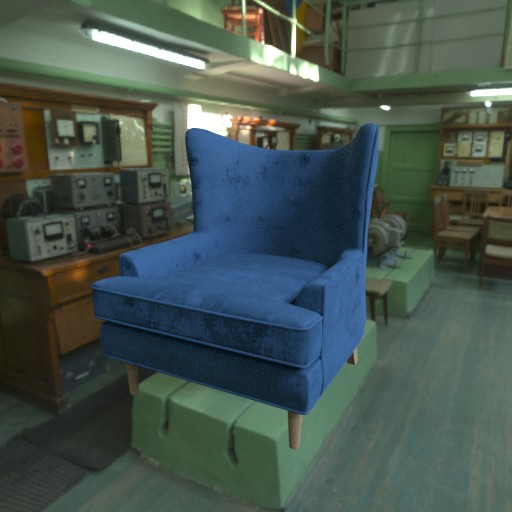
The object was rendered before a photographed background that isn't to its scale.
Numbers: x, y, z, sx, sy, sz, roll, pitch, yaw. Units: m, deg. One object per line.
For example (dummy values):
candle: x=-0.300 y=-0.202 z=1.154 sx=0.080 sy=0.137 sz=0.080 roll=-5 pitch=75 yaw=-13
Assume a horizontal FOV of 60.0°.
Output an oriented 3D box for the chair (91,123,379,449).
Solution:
chair: x=0.000 y=0.000 z=1.658 sx=0.793 sy=0.952 sz=0.910 roll=7 pitch=16 yaw=27
